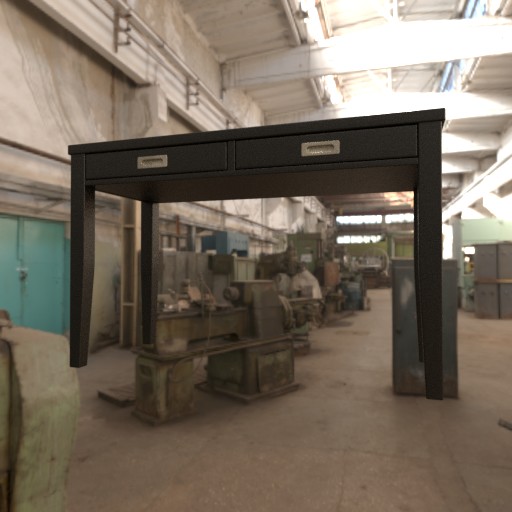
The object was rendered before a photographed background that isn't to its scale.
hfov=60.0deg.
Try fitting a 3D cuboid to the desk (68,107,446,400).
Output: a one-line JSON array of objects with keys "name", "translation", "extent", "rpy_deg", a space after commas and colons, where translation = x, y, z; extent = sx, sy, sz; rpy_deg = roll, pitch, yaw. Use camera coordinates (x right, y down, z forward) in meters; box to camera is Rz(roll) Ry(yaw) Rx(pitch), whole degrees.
[{"name": "desk", "translation": [0.000, 0.000, 1.595], "extent": [1.220, 0.775, 0.508], "rpy_deg": [0, -1, 18]}]
